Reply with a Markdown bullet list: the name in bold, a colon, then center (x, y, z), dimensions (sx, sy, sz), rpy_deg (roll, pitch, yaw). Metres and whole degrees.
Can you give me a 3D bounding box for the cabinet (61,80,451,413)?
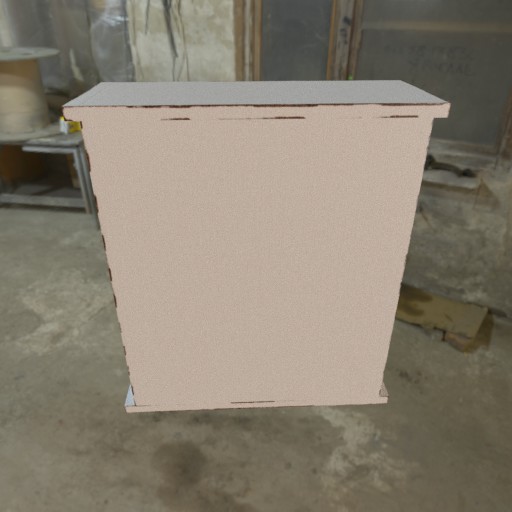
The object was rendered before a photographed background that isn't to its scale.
- **cabinet**: center (0.000, 0.000, 0.855), dimensions (0.541, 0.603, 0.210), rpy_deg (-1, 30, -2)
